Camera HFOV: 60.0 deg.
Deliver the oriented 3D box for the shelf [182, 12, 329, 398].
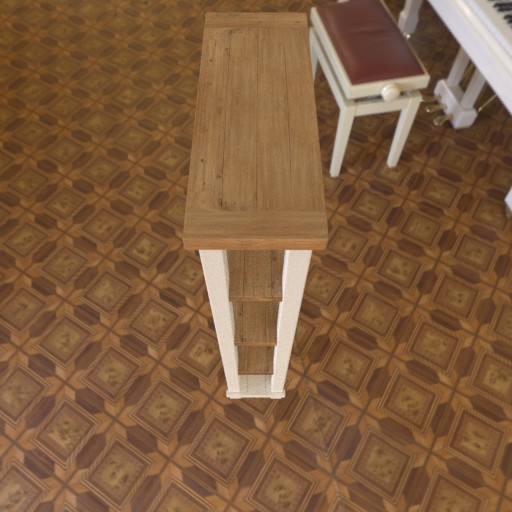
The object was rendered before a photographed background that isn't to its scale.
[{"bbox_3d":[0.000,0.000,2.218,0.381,1.878,1.022,0,59,0],"label":"shelf"}]
